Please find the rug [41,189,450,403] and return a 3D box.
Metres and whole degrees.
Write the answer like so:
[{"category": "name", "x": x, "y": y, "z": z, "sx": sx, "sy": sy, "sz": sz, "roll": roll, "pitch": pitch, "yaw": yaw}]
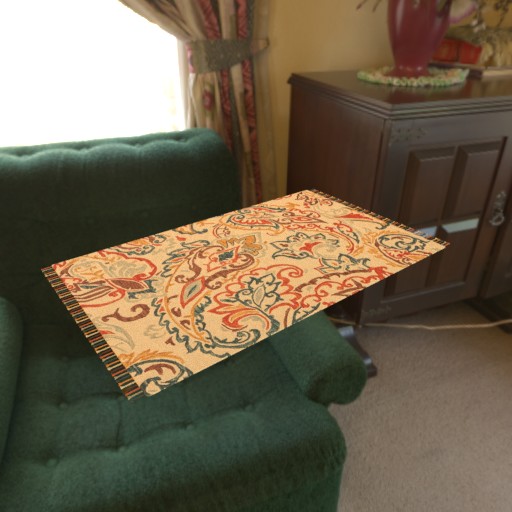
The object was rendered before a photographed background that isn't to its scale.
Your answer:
[{"category": "rug", "x": 0.000, "y": 0.000, "z": 3.220, "sx": 2.584, "sy": 0.010, "sz": 1.523, "roll": -20, "pitch": 35, "yaw": -32}]
